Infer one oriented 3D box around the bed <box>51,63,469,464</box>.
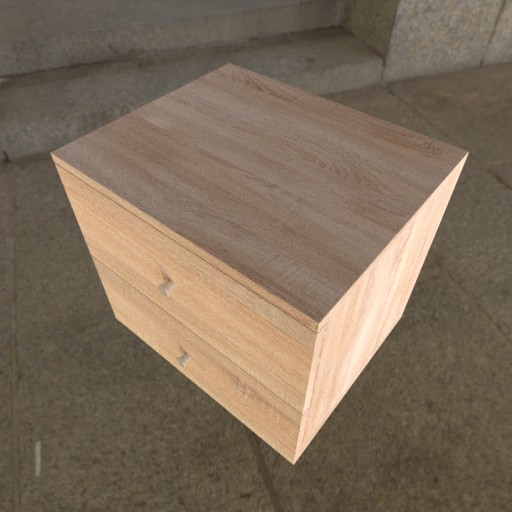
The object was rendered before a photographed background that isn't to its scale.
[{"bbox_3d":[0.000,0.000,0.781,0.460,0.420,0.401,31,54,26],"label":"bed"}]
